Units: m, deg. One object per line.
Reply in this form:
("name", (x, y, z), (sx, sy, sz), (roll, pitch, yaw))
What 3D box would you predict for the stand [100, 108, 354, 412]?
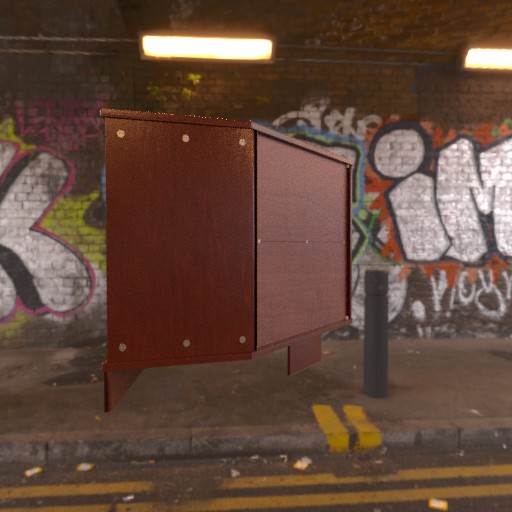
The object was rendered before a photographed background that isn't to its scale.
("stand", (0.000, 0.000, 1.328), (0.381, 0.614, 1.072), (1, 2, 35))
